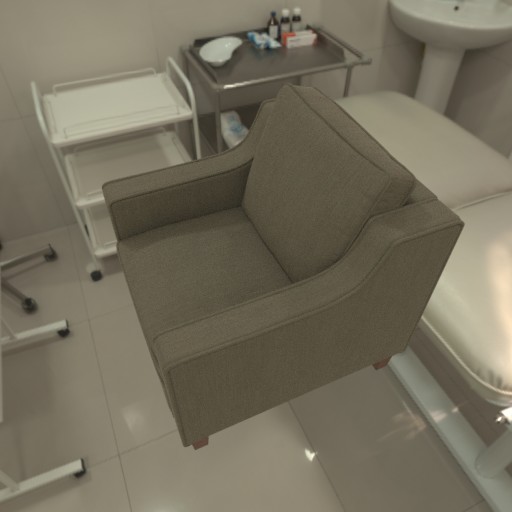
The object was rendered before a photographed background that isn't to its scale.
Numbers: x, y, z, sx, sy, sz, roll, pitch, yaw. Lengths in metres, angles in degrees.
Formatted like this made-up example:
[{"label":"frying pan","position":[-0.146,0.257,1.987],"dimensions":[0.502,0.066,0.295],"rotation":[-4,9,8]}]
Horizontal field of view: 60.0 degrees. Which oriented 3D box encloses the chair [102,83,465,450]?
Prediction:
[{"label":"chair","position":[0.000,0.000,1.598],"dimensions":[0.909,0.960,0.831],"rotation":[-18,49,-16]}]
